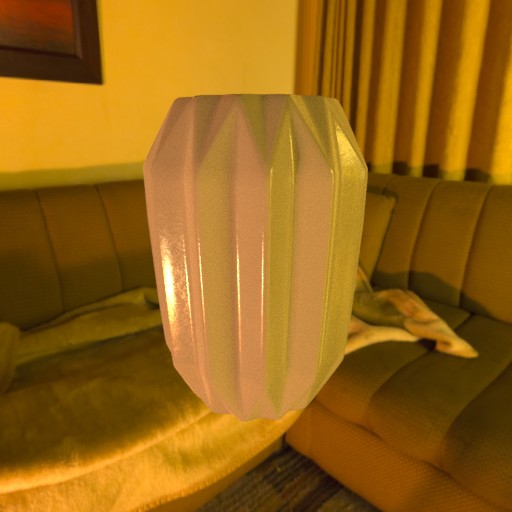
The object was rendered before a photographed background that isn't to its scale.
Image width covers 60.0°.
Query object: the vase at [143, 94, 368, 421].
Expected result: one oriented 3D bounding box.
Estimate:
[{"bbox_3d":[0.000,0.000,0.411,0.195,0.275,0.195,0,16,0],"label":"vase"}]
